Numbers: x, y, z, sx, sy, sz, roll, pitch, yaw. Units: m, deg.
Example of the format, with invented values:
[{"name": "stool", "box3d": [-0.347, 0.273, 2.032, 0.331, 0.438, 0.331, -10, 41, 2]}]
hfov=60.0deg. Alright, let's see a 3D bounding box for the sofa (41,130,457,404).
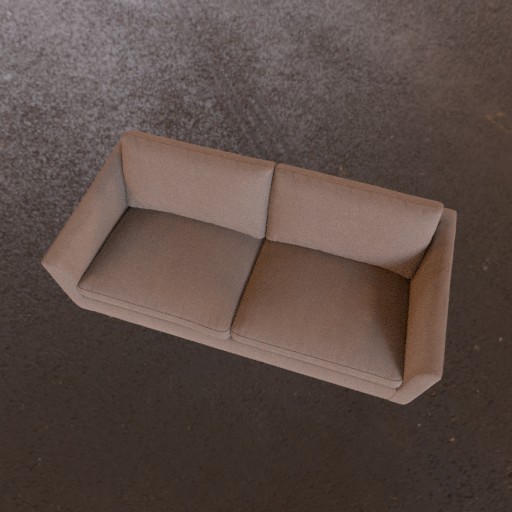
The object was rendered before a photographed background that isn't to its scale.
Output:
[{"name": "sofa", "box3d": [0.000, 0.000, 2.787, 2.588, 0.838, 1.090, 15, 59, 9]}]
